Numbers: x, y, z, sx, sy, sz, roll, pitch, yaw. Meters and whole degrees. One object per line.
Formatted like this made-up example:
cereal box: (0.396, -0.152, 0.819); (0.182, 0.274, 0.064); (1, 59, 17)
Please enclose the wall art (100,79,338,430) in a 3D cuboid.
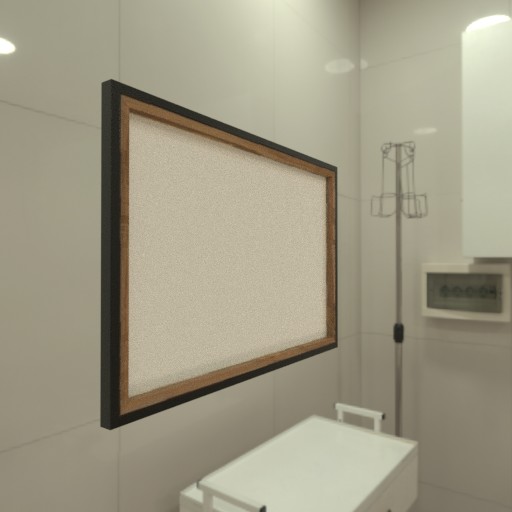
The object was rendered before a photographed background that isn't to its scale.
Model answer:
wall art: (0.000, 0.000, 0.835); (0.022, 0.446, 0.659); (0, -1, 36)
